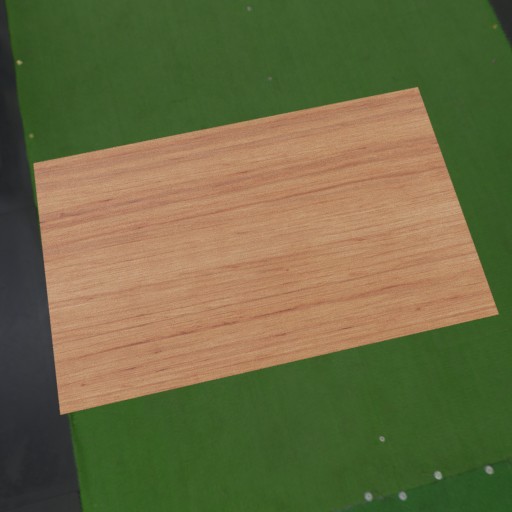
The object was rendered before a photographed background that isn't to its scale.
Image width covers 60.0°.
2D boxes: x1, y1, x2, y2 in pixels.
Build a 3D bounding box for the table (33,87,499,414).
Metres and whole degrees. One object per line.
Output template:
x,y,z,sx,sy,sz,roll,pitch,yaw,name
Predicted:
0.000,0.000,1.431,1.146,0.457,0.695,-12,76,-3,table
